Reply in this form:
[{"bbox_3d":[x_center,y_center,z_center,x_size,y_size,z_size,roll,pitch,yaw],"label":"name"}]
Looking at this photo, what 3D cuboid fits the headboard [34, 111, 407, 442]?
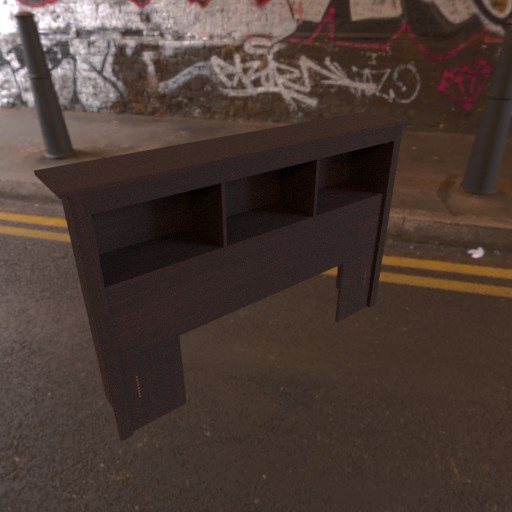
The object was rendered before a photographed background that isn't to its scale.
[{"bbox_3d":[0.000,0.000,2.101,1.671,1.092,0.279,-20,35,-32],"label":"headboard"}]
